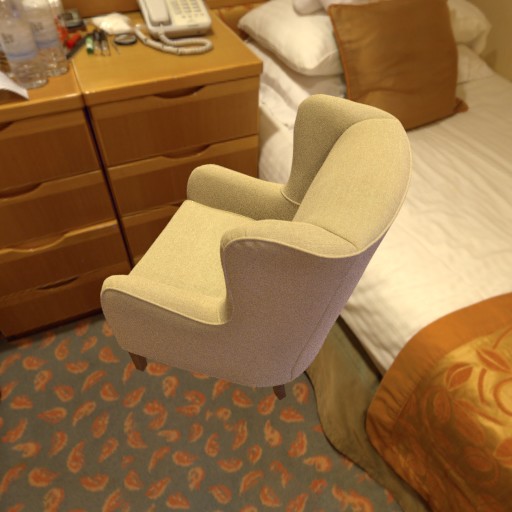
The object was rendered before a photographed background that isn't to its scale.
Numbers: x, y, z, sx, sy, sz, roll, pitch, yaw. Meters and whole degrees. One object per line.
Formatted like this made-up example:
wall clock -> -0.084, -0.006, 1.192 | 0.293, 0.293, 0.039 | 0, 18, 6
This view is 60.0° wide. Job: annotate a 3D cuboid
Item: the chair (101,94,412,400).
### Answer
chair -> 0.000, 0.000, 1.766 | 0.966, 1.040, 0.838 | 15, 48, 14
